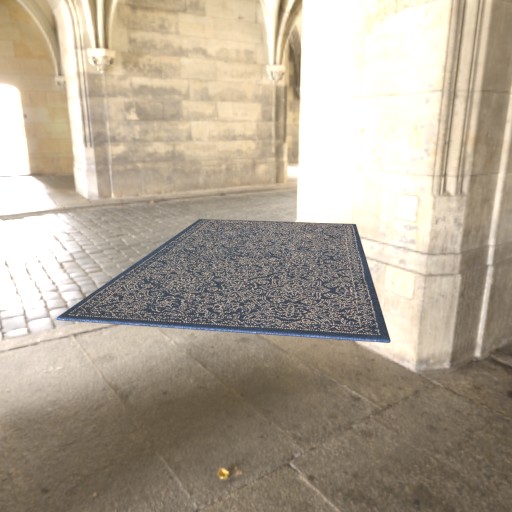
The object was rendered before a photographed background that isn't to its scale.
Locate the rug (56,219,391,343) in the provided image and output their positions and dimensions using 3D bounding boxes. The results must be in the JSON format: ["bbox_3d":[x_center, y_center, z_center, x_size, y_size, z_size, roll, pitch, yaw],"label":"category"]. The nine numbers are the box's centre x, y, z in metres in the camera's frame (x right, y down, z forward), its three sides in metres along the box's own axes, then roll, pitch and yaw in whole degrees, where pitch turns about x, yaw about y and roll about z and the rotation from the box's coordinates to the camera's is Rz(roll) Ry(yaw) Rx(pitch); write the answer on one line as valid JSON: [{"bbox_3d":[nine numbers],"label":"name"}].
[{"bbox_3d":[0.000,0.000,3.131,1.526,0.015,2.441,2,16,9],"label":"rug"}]
